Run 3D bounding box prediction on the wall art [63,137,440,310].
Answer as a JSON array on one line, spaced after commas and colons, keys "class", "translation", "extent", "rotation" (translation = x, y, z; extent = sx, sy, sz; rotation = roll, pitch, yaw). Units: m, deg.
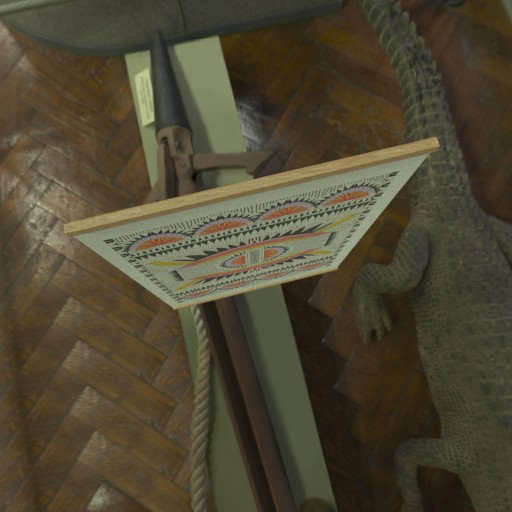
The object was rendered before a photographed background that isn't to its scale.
[{"class": "wall art", "translation": [0.000, 0.000, 1.893], "extent": [0.999, 1.533, 0.028], "rotation": [-14, 76, -3]}]
